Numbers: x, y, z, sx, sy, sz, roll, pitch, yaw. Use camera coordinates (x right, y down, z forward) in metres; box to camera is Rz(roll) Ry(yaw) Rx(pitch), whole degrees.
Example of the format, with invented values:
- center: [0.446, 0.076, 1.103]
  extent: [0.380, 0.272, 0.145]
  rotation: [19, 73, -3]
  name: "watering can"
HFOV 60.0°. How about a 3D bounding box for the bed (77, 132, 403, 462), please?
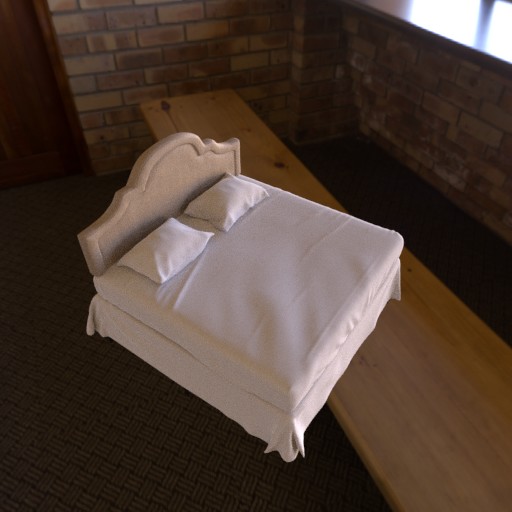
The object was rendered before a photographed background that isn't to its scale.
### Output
- center: [0.000, 0.000, 3.834]
  extent: [2.222, 1.631, 2.303]
  rotation: [25, 48, 25]
  name: "bed"
